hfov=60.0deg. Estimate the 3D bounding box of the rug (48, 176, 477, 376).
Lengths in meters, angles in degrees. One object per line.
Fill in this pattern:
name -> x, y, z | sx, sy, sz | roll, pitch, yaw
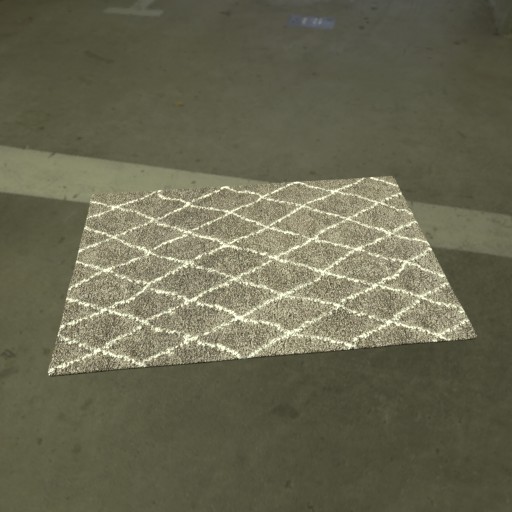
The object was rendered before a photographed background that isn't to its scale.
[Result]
rug -> 0.000, 0.000, 3.416 | 2.743, 0.030, 1.778 | -4, 46, -4
